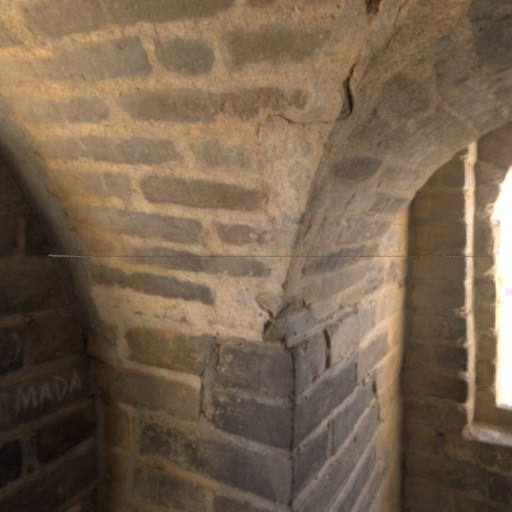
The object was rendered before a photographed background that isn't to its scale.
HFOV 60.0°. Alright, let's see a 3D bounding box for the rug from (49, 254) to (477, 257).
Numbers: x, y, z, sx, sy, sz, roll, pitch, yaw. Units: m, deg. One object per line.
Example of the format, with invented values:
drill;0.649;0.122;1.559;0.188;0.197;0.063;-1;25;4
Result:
rug;0.000;0.000;2.284;1.813;0.008;1.223;0;0;-18
